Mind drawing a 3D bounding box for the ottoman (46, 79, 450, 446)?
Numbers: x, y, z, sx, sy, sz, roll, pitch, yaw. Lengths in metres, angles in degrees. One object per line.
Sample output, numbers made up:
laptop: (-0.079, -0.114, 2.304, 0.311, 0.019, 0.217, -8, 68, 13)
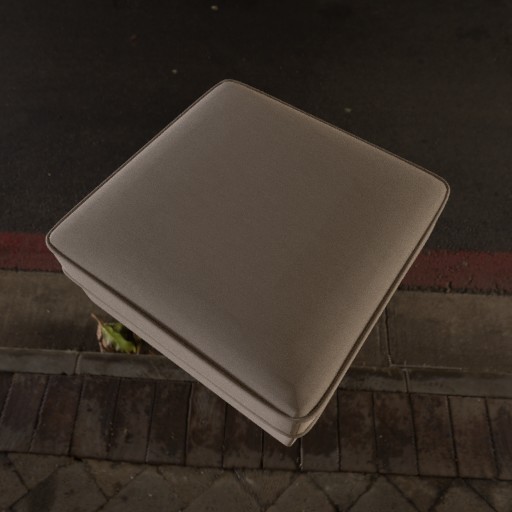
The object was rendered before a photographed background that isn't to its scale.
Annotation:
ottoman: (0.000, 0.000, 1.038, 0.616, 0.438, 0.613, 31, 64, 17)
